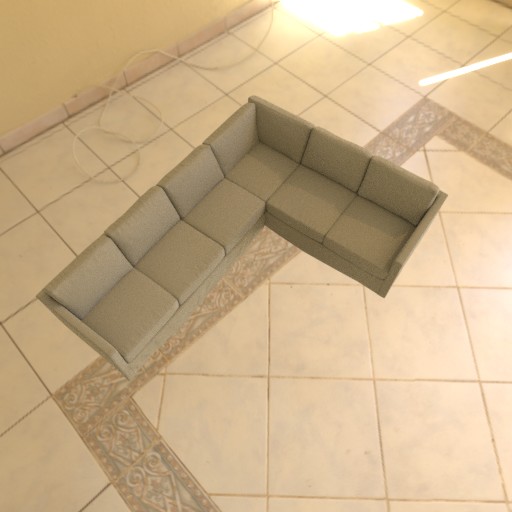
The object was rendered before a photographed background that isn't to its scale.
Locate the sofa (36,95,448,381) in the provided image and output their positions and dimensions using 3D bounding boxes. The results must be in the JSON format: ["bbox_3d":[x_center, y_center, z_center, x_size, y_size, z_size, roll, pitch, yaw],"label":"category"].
[{"bbox_3d":[0.000,0.000,4.324,2.432,0.871,3.182,33,65,17],"label":"sofa"}]
